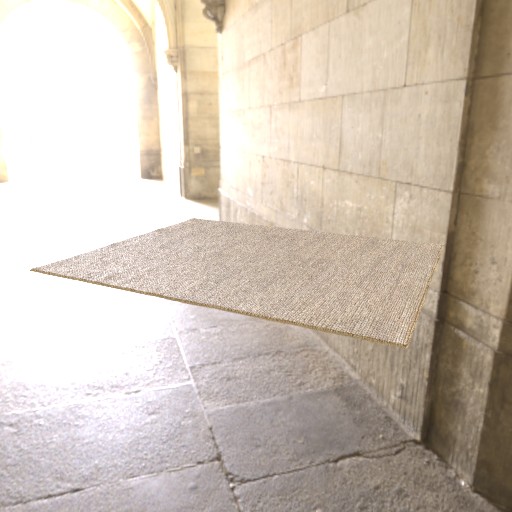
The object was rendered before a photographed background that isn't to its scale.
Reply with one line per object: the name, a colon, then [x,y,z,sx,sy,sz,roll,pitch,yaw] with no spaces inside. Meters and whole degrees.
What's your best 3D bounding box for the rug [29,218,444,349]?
rug: [0.000,0.000,4.097,3.052,0.030,2.429,8,18,25]
